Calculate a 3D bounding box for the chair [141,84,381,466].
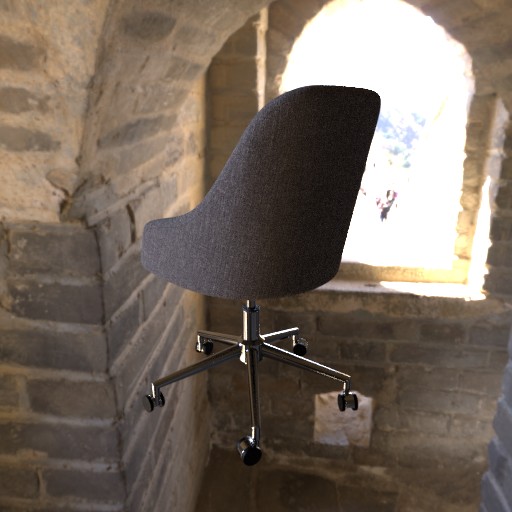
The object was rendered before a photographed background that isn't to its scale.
[{"bbox_3d":[0.000,0.000,1.383,0.671,0.950,0.712,-15,22,-41],"label":"chair"}]
